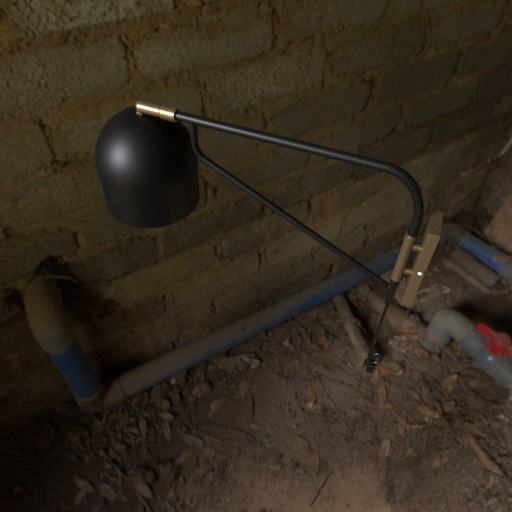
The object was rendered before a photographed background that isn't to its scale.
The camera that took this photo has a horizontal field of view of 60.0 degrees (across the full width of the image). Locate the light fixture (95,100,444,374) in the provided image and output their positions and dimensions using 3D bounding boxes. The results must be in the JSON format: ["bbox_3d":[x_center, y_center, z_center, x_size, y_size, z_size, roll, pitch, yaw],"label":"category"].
[{"bbox_3d":[0.000,0.000,1.050,0.720,0.696,0.215,15,49,14],"label":"light fixture"}]
